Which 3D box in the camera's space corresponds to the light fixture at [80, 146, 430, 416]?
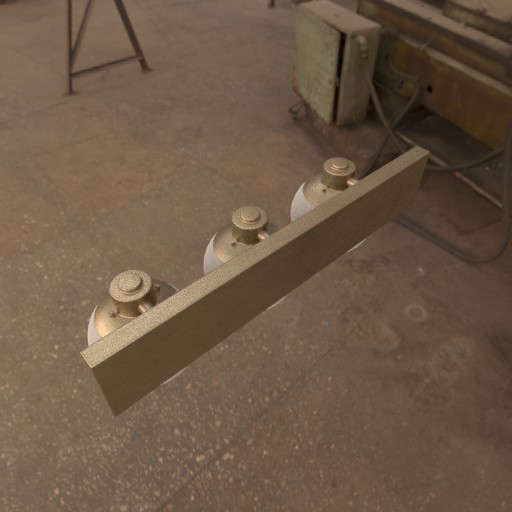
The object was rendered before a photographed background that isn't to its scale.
[{"bbox_3d":[0.000,0.000,0.848,0.721,0.263,0.218,-32,53,-28],"label":"light fixture"}]
